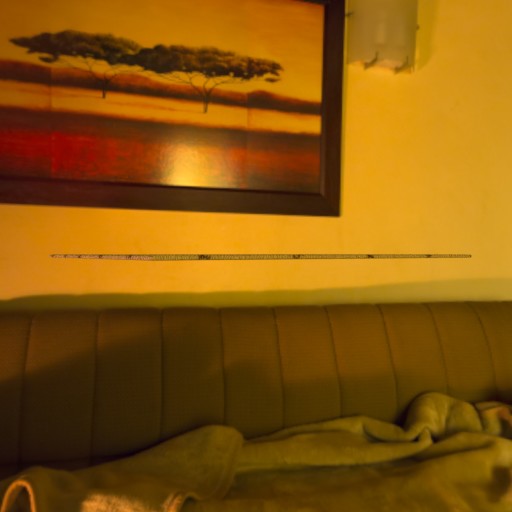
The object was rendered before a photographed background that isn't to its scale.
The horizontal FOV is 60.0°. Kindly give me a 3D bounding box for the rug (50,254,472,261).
[{"bbox_3d":[0.000,0.000,4.074,3.047,0.029,2.438,0,0,-36],"label":"rug"}]
